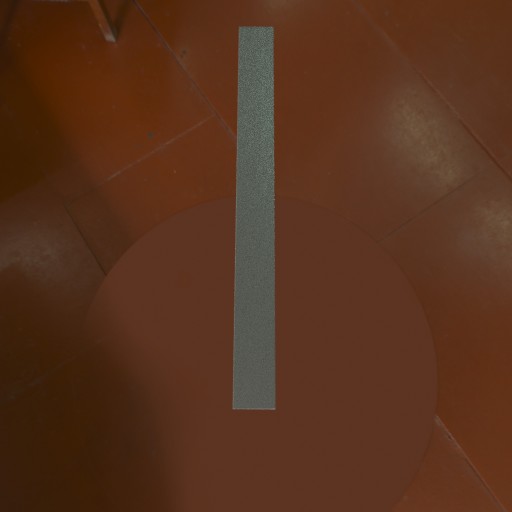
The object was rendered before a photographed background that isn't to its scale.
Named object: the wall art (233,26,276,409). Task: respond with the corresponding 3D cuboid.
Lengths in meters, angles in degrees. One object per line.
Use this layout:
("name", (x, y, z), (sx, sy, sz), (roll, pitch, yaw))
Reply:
("wall art", (0.000, 0.000, 0.523), (0.030, 0.379, 0.308), (0, 76, 0))
